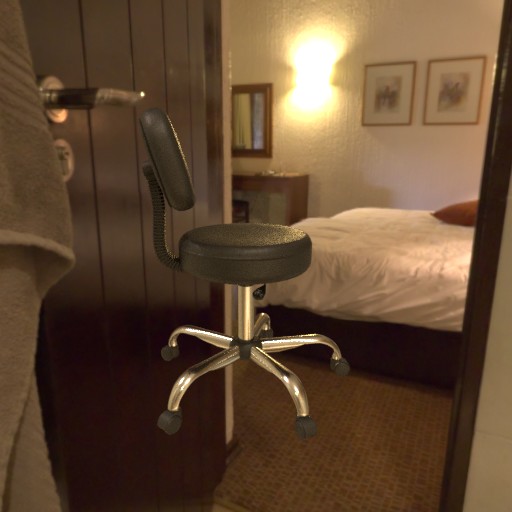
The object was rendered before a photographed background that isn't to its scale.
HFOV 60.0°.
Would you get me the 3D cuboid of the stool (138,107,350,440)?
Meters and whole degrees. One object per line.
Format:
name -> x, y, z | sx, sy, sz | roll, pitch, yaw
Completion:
stool -> 0.000, 0.000, 1.369 | 0.648, 0.862, 0.673 | -2, 14, -10
